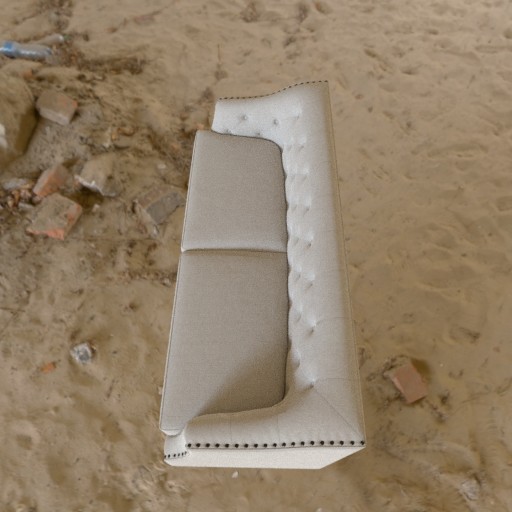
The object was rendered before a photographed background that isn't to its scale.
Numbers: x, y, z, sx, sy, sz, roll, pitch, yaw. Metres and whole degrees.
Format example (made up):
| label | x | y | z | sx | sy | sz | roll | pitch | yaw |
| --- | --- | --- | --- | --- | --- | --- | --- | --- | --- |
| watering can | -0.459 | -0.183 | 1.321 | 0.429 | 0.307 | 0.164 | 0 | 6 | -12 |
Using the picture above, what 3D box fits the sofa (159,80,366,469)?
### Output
| label | x | y | z | sx | sy | sz | roll | pitch | yaw |
| --- | --- | --- | --- | --- | --- | --- | --- | --- | --- |
| sofa | 0.000 | 0.000 | 2.655 | 0.914 | 0.901 | 2.235 | 1 | 59 | 1 |
